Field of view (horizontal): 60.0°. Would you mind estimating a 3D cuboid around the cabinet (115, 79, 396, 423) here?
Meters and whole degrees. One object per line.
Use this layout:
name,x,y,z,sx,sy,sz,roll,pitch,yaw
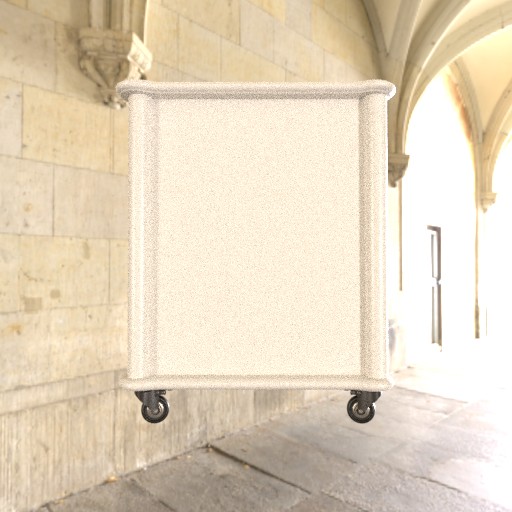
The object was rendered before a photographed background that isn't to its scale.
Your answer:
cabinet,0.000,0.000,1.257,0.627,0.761,0.628,0,-1,0
